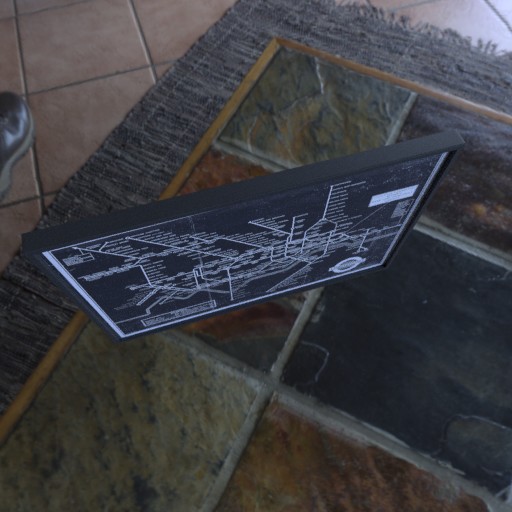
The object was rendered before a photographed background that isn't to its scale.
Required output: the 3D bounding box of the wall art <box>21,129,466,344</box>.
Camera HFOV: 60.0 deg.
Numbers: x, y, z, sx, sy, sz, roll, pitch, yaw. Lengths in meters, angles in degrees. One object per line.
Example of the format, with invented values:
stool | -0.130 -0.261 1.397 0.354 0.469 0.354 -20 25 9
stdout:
wall art | 0.000 0.000 0.565 0.443 0.301 0.021 -15 64 -7
